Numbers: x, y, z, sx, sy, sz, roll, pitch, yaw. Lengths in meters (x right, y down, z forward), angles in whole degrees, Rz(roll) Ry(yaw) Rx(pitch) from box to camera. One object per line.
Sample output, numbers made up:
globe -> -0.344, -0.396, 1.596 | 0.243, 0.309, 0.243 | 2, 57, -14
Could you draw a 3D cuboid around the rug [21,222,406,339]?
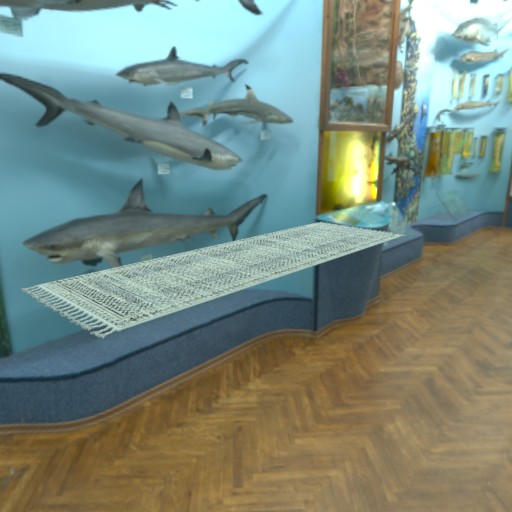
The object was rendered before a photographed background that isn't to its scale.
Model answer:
rug -> 0.000, 0.000, 2.722 | 0.786, 0.013, 2.480 | 14, 20, 42
